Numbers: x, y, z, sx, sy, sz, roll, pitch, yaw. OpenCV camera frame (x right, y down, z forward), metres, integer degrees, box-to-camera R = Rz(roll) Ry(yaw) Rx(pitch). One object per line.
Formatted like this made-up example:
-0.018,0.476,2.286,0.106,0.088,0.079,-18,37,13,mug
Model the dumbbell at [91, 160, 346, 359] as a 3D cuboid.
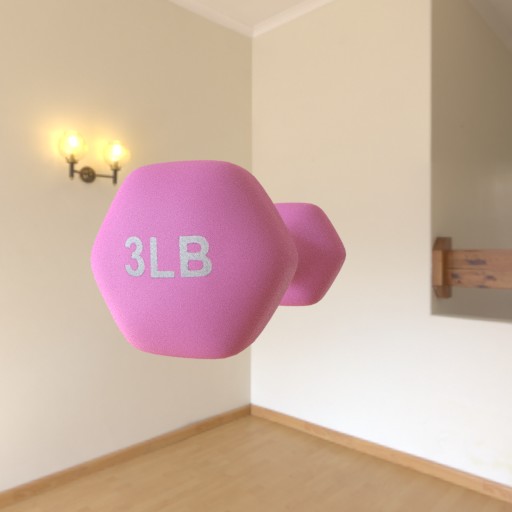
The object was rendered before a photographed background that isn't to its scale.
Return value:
0.000,0.000,0.194,0.064,0.058,0.159,0,1,19,dumbbell
